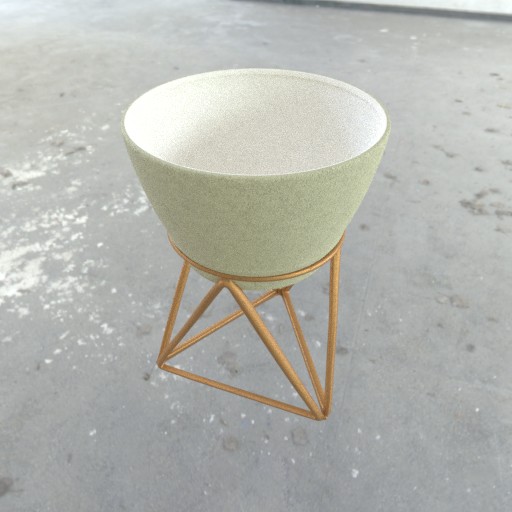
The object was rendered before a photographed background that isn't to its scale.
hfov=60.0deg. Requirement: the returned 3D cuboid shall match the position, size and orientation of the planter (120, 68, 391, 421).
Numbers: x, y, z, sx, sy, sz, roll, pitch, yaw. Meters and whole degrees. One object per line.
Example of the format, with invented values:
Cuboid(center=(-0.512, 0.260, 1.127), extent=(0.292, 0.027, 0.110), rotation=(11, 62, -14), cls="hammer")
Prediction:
Cuboid(center=(0.000, 0.000, 0.748), extent=(0.350, 0.504, 0.350), rotation=(13, 42, 15), cls="planter")
